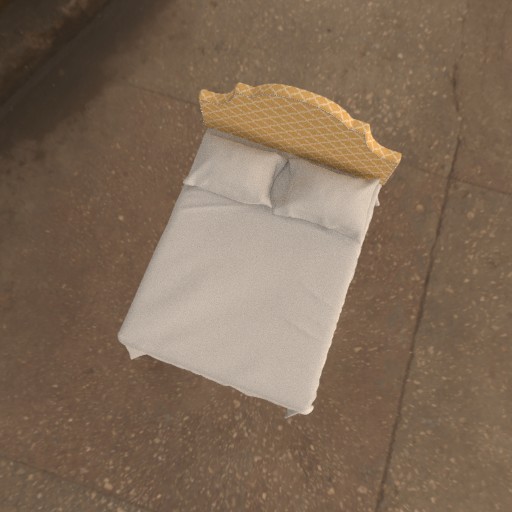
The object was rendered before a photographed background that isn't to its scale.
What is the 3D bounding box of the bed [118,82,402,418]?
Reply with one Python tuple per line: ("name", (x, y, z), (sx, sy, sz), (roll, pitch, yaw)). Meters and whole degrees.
("bed", (0.000, 0.000, 3.480), (1.780, 1.633, 2.222), (20, 77, 5))
